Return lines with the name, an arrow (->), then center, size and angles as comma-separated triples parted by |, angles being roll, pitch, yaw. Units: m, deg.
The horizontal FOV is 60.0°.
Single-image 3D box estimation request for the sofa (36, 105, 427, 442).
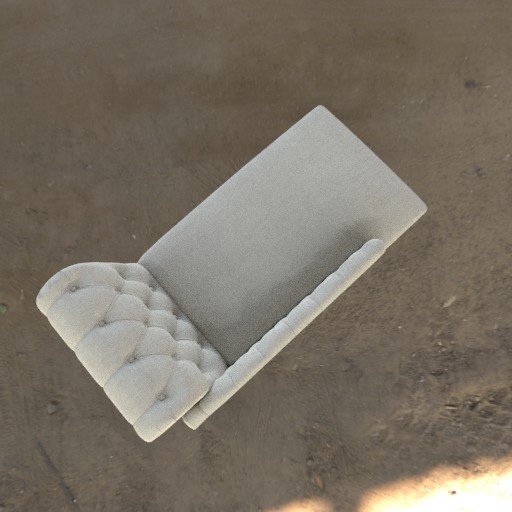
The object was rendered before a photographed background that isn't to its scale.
sofa -> 0.000, 0.000, 1.798 | 1.379, 0.787, 0.675 | -41, 80, -9
